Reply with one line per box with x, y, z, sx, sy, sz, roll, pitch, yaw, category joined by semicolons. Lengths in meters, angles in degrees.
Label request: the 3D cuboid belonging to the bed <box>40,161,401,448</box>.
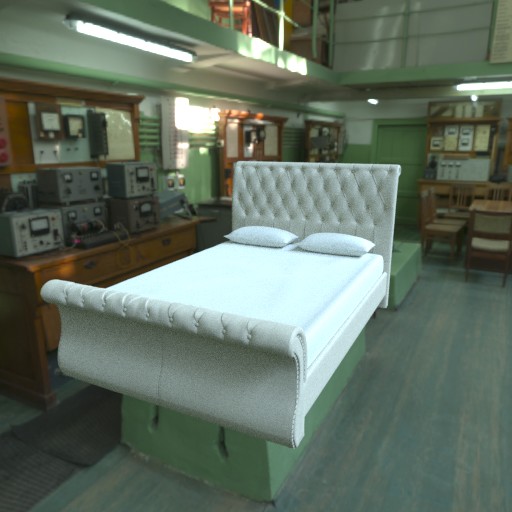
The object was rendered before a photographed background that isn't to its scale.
0.000;0.000;3.314;1.606;1.268;2.493;7;16;26;bed
